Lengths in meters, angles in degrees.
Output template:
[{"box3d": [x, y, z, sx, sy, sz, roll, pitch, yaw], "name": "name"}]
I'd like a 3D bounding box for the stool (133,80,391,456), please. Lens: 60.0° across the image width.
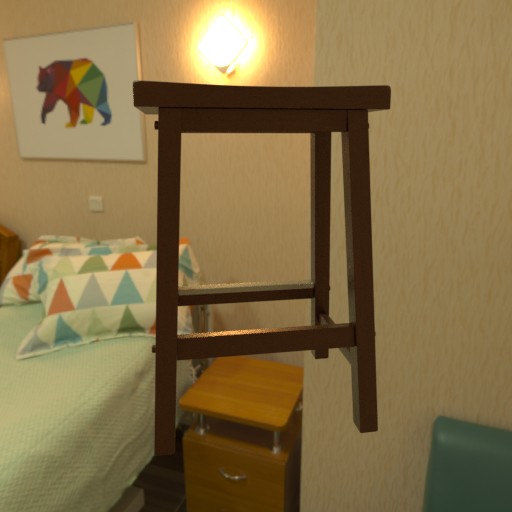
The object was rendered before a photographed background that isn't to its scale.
[{"box3d": [0.000, 0.000, 0.866, 0.406, 0.610, 0.322, -2, 15, -9], "name": "stool"}]
